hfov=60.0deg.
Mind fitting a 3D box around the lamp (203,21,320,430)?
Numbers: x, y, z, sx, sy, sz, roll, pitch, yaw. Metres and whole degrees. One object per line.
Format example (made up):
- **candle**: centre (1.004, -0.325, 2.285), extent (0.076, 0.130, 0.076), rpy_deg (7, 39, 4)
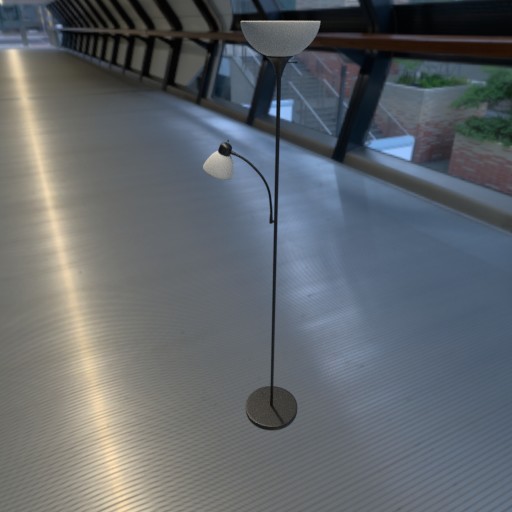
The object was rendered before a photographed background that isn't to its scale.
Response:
- **lamp**: centre (0.000, 0.000, 1.927), extent (0.442, 1.804, 0.279), rpy_deg (9, 30, 16)
